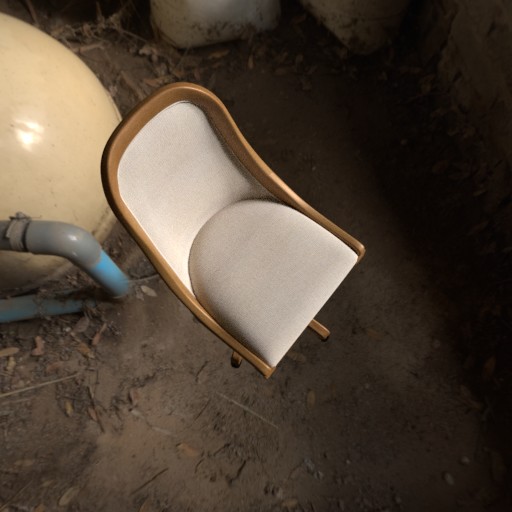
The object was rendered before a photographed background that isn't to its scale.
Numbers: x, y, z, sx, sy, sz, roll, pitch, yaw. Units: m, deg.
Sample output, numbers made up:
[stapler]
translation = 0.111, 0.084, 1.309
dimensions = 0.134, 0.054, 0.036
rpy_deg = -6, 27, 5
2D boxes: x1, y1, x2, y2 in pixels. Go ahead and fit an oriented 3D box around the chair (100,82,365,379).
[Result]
[chair]
translation = 0.000, 0.000, 1.533
dimensions = 0.811, 1.009, 0.702
rpy_deg = 38, 79, 9
